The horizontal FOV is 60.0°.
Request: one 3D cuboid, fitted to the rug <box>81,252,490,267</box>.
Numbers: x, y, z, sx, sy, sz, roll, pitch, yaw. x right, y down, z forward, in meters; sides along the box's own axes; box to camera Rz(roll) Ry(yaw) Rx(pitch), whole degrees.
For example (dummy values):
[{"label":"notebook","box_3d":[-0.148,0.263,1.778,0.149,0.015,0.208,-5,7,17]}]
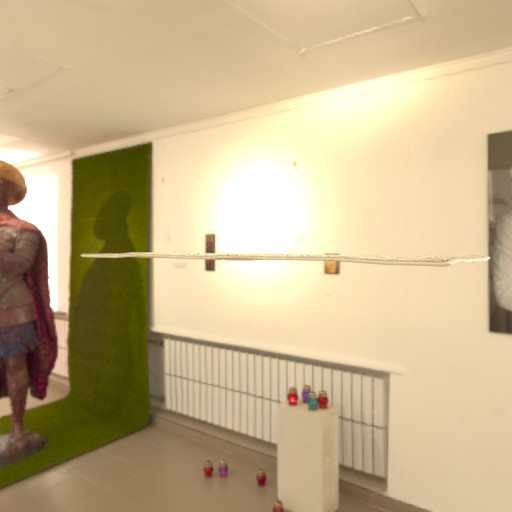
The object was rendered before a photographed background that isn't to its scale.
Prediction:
[{"label":"rug","box_3d":[0.000,0.000,2.649,2.381,0.036,0.831,1,2,37]}]
